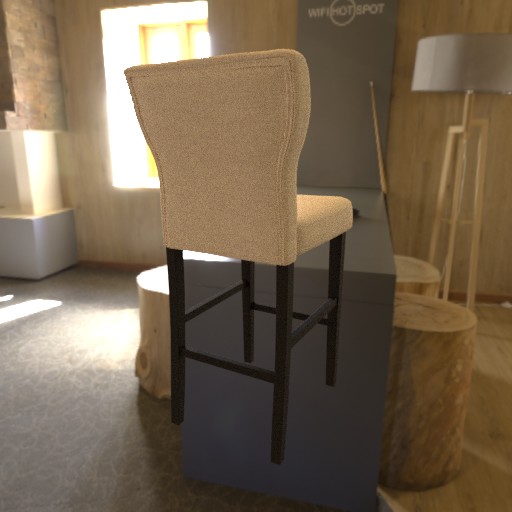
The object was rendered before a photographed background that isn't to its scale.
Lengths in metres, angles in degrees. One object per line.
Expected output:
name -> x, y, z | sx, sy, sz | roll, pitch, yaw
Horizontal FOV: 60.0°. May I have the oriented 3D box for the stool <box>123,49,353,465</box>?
stool -> 0.000, 0.000, 1.439 | 0.516, 1.124, 0.603 | 9, 18, 28
